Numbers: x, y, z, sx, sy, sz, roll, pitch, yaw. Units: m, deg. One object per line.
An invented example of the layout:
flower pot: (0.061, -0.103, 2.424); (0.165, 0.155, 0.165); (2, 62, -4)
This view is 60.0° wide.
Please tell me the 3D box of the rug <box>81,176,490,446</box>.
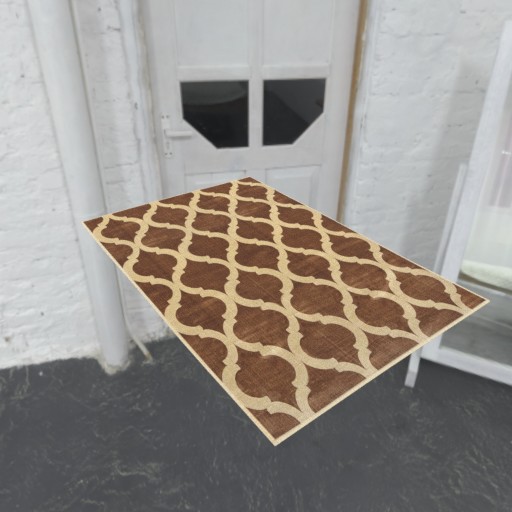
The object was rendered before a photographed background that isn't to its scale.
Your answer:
rug: (0.000, 0.000, 2.835); (1.522, 0.008, 2.284); (-21, 38, -30)
